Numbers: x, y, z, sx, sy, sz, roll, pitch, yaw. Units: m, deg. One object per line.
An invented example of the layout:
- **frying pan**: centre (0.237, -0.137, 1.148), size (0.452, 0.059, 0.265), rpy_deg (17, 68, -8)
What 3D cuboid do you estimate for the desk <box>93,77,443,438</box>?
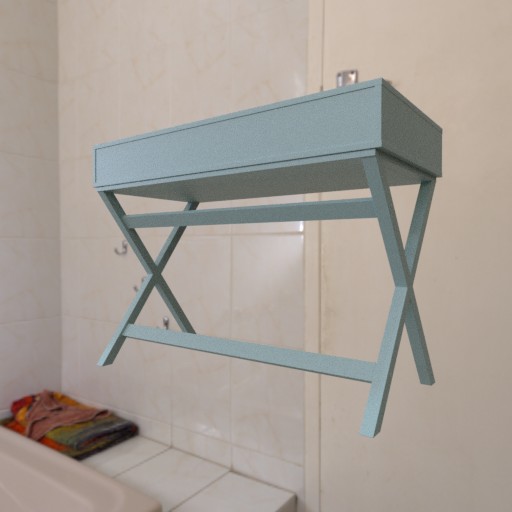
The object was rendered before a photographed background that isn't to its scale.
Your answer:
- **desk**: centre (0.000, 0.000, 1.478), size (1.057, 0.780, 0.525), rpy_deg (1, 1, 36)
